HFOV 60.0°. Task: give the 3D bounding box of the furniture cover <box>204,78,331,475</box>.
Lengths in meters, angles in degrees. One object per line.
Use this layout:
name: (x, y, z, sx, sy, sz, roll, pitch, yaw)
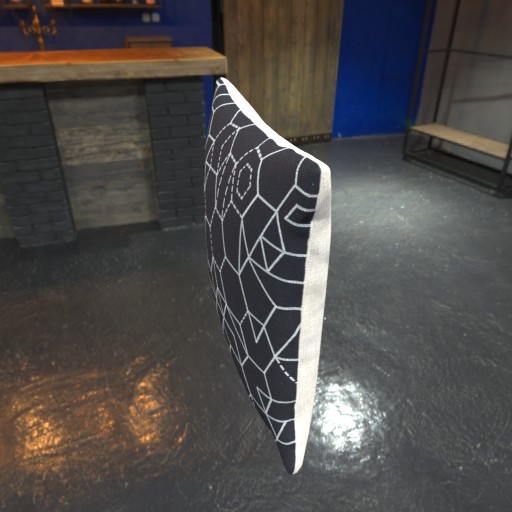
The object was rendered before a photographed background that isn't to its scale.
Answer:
furniture cover: (0.000, 0.000, 0.776, 0.158, 0.508, 0.517, -8, 32, -13)
